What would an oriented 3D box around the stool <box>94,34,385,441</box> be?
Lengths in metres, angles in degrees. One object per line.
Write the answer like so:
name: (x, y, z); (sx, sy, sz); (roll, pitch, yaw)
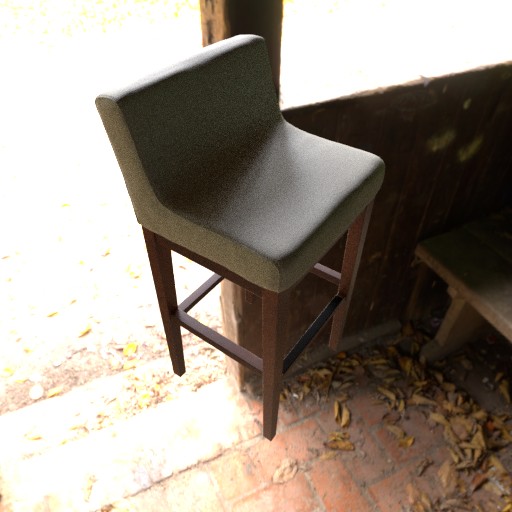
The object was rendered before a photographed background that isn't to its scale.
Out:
stool: (0.000, 0.000, 1.295); (0.500, 1.037, 0.511); (26, 49, 26)
